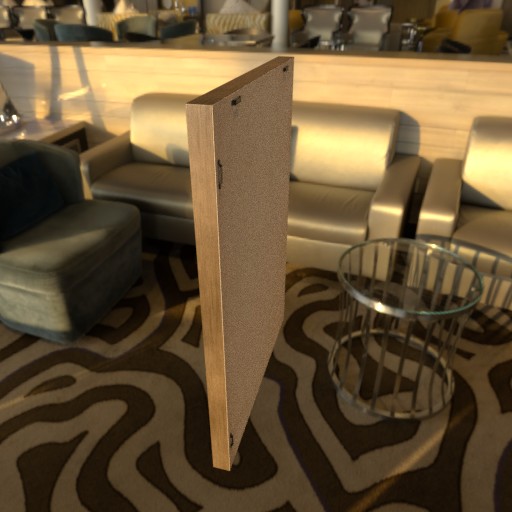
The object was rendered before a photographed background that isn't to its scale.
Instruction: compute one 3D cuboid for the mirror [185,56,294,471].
[{"bbox_3d":[0.000,0.000,0.924,0.040,0.710,0.507,8,31,13],"label":"mirror"}]
